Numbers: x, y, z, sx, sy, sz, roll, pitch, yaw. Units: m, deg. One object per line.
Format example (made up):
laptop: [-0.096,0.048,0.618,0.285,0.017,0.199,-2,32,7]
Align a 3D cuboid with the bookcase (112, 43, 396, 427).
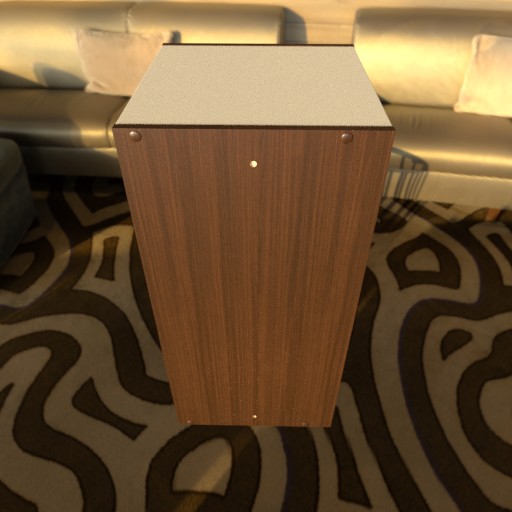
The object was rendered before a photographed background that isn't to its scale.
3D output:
bookcase: [0.000,0.000,0.760,0.290,0.600,0.300,1,41,1]
